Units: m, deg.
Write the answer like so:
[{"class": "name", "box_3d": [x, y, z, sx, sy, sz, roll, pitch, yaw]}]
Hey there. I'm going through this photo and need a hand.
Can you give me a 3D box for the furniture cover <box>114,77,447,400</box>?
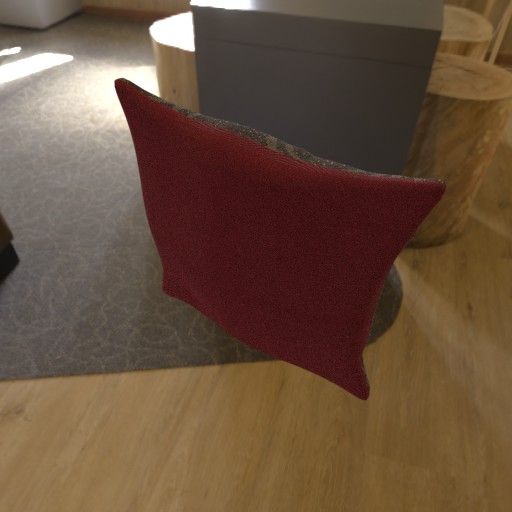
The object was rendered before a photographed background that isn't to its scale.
[{"class": "furniture cover", "box_3d": [0.000, 0.000, 0.775, 0.514, 0.513, 0.163, 24, 50, 22]}]
